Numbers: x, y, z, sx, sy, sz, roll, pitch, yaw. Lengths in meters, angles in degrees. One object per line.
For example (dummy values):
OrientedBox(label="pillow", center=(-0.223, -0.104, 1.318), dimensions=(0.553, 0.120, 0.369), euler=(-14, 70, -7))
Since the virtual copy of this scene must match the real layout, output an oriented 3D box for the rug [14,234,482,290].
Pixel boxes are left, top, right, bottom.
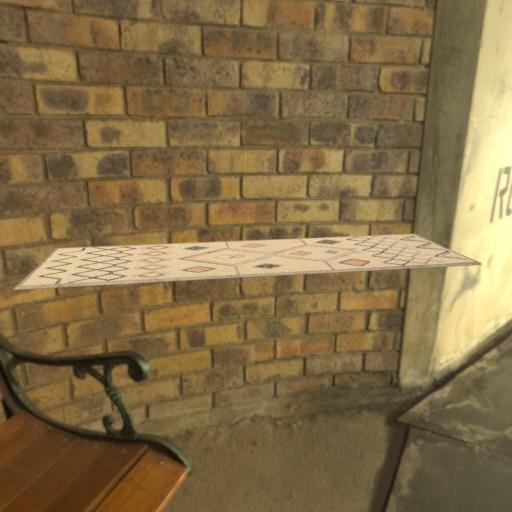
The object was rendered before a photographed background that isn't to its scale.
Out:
OrientedBox(label="rug", center=(0.000, 0.000, 2.630), dimensions=(2.435, 0.011, 0.750), euler=(-3, 16, -9))
